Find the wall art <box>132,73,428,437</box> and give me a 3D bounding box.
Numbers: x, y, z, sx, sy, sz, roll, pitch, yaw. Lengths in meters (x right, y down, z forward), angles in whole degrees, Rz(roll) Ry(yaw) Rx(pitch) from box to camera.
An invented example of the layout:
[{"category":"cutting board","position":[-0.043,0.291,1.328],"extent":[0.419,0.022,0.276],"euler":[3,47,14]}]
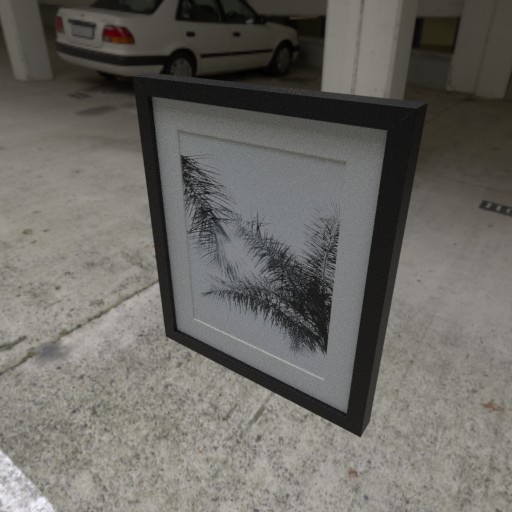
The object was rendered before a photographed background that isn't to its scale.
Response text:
[{"category":"wall art","position":[0.000,0.000,0.528],"extent":[0.325,0.380,0.028],"euler":[19,34,30]}]
